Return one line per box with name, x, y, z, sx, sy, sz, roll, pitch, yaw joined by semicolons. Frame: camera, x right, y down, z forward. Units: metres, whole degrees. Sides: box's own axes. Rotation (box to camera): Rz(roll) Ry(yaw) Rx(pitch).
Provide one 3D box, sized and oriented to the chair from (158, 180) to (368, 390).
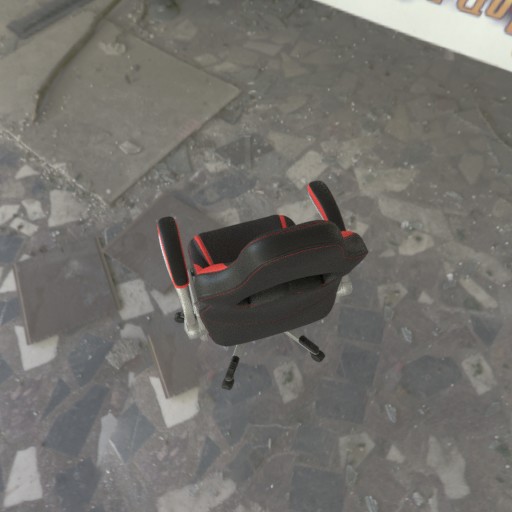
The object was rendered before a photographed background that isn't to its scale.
chair;0.000;0.000;1.658;0.758;1.165;0.712;-15;60;-9
